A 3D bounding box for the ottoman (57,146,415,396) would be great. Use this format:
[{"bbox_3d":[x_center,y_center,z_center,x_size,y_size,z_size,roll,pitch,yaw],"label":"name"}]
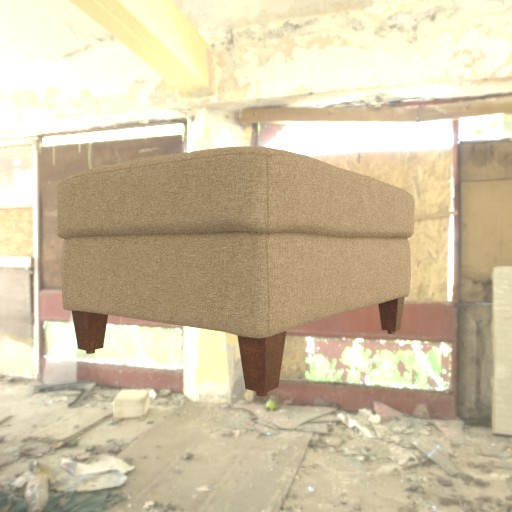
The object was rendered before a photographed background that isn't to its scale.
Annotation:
[{"bbox_3d":[0.000,0.000,1.307,0.692,0.511,0.889,1,2,36],"label":"ottoman"}]
